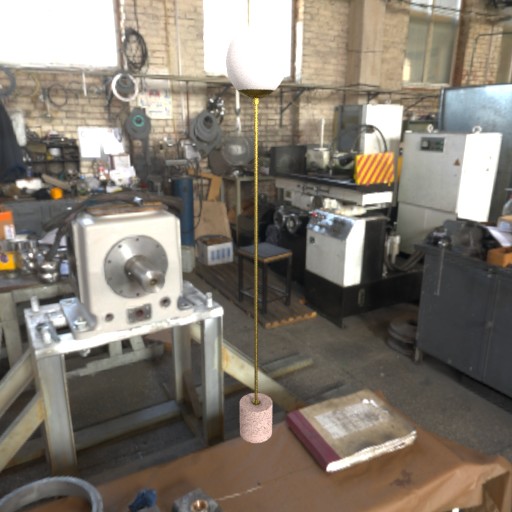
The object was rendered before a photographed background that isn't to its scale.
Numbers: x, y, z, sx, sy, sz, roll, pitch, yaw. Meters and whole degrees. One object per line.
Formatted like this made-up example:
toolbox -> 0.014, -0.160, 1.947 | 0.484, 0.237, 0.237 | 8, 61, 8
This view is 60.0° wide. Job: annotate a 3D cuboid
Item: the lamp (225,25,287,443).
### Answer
lamp -> 0.000, 0.000, 1.864 | 0.229, 1.748, 0.229 | 8, 18, 26
